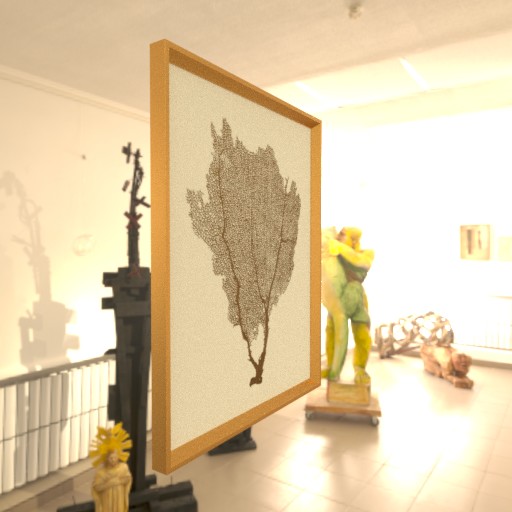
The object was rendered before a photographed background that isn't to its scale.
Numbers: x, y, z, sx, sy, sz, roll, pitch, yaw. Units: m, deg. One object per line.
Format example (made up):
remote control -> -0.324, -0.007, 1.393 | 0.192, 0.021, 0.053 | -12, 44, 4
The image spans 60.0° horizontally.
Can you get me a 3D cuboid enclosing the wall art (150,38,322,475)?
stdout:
wall art -> 0.000, 0.000, 1.034 | 0.038, 0.762, 0.610 | 1, 2, 35
